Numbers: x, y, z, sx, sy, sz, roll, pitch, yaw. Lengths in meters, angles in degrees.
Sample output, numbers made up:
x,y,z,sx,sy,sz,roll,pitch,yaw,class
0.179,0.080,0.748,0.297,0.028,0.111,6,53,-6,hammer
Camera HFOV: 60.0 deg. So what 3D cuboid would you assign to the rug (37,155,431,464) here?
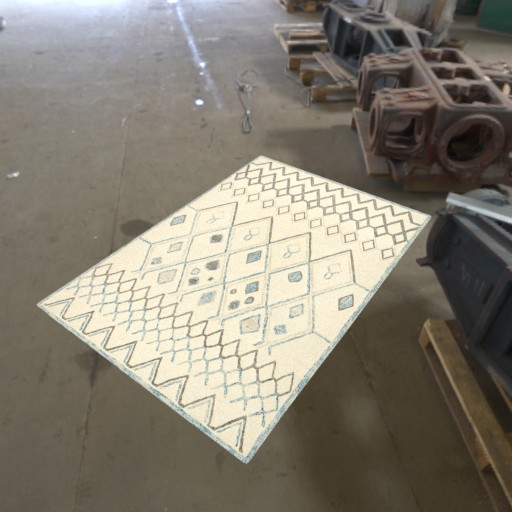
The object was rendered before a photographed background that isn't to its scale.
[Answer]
x,y,z,sx,sy,sz,roll,pitch,yaw,class
0.000,0.000,2.373,1.260,0.009,1.820,26,47,27,rug
